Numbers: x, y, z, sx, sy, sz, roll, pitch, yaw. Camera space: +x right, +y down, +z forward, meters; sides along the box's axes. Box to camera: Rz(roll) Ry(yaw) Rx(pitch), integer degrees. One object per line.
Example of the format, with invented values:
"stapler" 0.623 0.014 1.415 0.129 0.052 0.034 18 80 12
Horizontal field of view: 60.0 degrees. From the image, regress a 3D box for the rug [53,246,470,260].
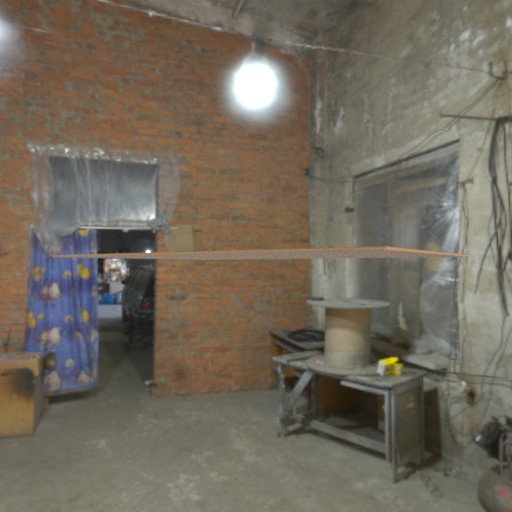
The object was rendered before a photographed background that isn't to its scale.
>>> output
"rug" 0.000 0.000 2.907 2.294 0.014 1.528 -1 -2 36
